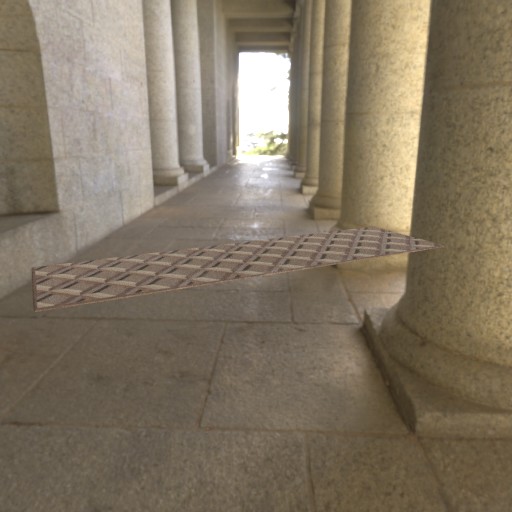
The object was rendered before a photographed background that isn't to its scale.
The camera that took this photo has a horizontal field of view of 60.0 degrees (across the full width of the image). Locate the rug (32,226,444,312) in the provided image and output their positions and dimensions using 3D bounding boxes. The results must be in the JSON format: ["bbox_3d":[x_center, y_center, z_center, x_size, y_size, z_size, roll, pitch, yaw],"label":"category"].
[{"bbox_3d":[0.000,0.000,2.684,2.437,0.013,0.685,-8,18,-26],"label":"rug"}]
